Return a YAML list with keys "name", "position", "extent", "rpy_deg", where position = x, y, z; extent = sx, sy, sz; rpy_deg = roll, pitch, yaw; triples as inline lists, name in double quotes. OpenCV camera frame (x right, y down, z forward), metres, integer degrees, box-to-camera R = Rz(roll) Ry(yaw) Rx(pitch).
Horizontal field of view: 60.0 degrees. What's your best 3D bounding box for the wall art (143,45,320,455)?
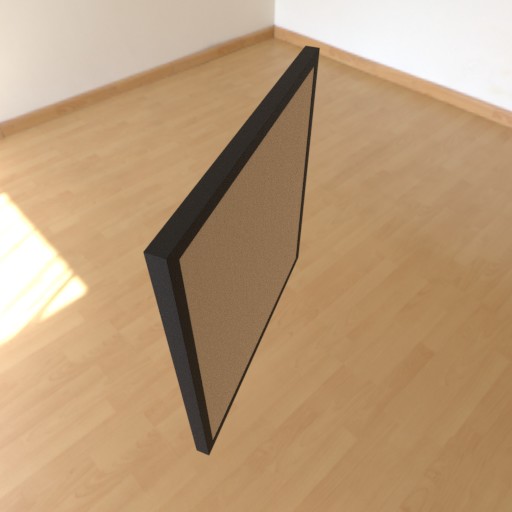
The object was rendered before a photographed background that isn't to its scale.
- name: "wall art"
  position: [0.000, 0.000, 0.454]
  extent: [0.015, 0.304, 0.306]
  rpy_deg: [16, 49, 15]
